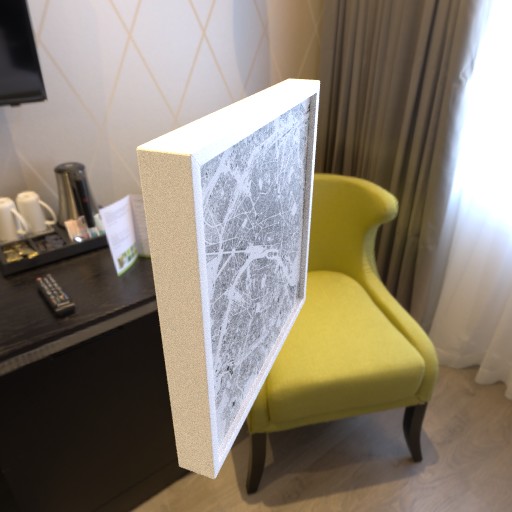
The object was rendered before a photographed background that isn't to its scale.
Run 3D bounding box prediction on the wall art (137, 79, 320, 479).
[{"bbox_3d":[0.000,0.000,0.460,0.038,0.305,0.305,11,31,18],"label":"wall art"}]
